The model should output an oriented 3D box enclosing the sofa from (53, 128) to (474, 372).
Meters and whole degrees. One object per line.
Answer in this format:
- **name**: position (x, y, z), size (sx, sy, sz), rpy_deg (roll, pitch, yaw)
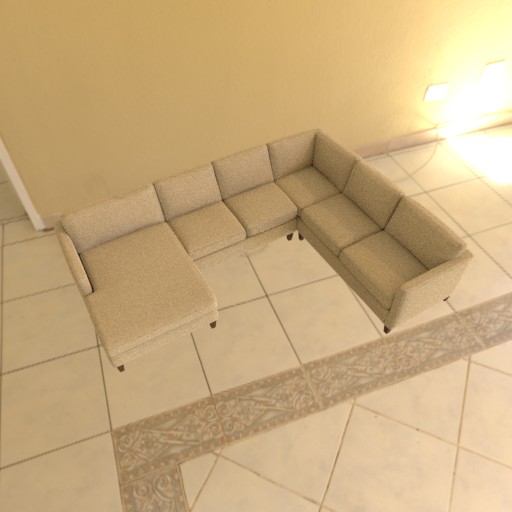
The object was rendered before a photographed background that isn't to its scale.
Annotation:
- **sofa**: position (0.000, 0.000, 4.623), size (3.460, 0.959, 2.593), rpy_deg (-23, 52, -20)
